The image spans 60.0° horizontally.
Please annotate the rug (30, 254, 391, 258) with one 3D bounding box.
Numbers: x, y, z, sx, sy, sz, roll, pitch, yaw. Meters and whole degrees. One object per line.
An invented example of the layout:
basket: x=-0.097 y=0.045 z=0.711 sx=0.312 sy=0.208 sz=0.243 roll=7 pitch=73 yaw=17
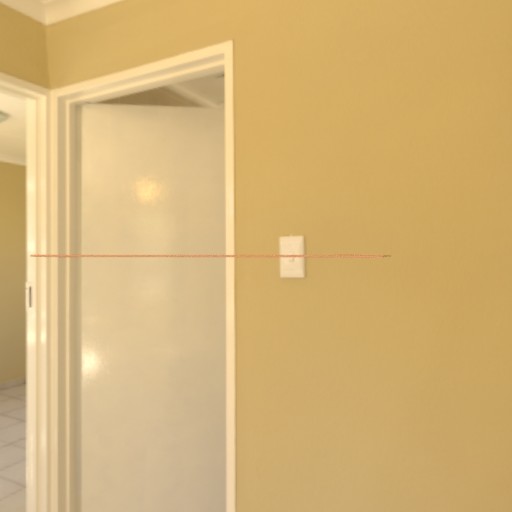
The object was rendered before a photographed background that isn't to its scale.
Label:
rug: x=0.000 y=0.000 z=4.288 sx=2.479 sy=0.023 sz=3.092 roll=0 pitch=0 yaw=18
